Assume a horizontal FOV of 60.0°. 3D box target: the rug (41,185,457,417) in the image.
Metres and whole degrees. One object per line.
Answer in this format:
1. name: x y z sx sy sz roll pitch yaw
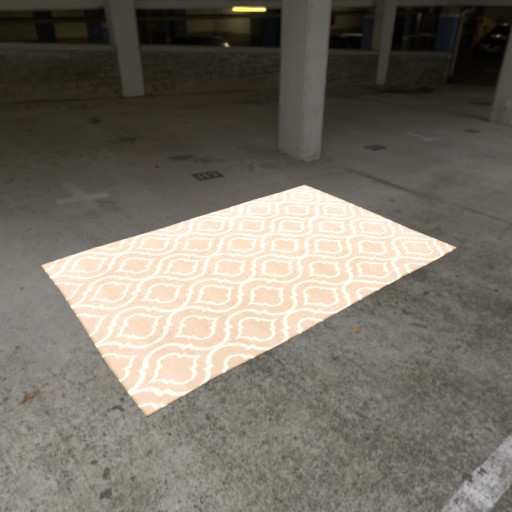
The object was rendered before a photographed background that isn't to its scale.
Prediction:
1. rug: 0.000 0.000 2.216 1.761 0.013 1.152 -21 36 -32
